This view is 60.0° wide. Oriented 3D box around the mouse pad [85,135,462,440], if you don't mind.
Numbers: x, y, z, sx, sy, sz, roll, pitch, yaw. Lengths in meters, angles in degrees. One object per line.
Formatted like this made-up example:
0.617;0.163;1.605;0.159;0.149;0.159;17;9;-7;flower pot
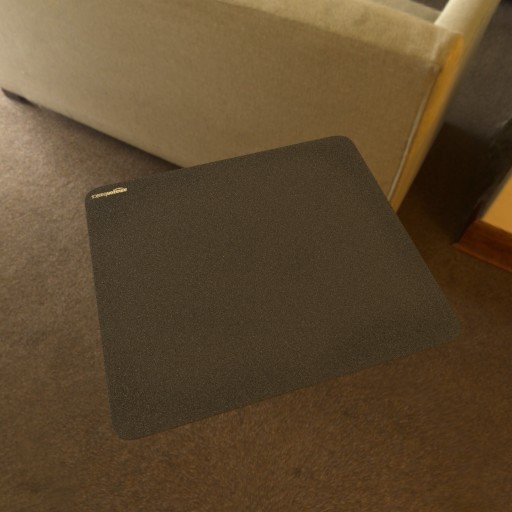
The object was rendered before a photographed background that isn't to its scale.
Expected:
0.000;0.000;0.633;0.451;0.002;0.393;-14;59;-9;mouse pad
